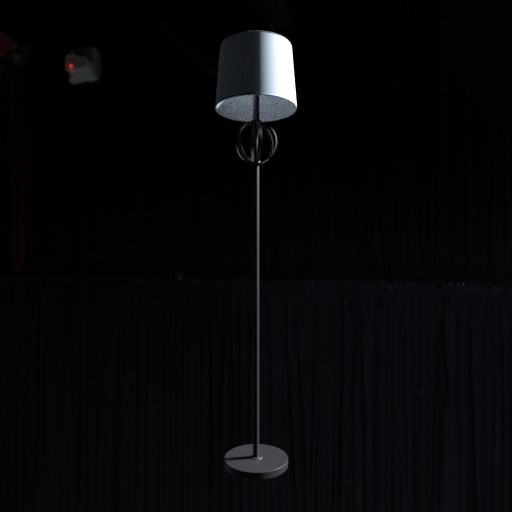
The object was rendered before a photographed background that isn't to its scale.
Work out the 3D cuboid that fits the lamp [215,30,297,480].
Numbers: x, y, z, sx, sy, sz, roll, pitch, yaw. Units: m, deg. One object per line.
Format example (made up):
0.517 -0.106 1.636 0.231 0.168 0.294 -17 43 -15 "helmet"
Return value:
0.000 0.000 1.561 0.286 1.462 0.286 0 0 18 "lamp"
